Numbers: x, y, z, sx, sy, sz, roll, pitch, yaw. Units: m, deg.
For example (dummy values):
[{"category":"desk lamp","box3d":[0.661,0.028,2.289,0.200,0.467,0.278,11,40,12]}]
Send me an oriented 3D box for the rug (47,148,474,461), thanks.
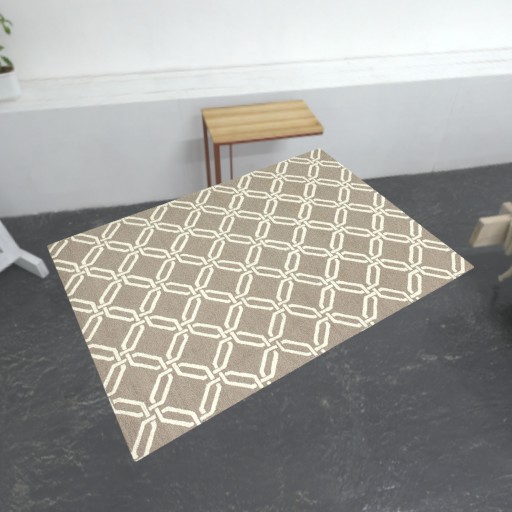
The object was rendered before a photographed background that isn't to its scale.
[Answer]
[{"category":"rug","box3d":[0.000,0.000,4.329,3.419,0.020,2.441,-24,50,-21]}]
